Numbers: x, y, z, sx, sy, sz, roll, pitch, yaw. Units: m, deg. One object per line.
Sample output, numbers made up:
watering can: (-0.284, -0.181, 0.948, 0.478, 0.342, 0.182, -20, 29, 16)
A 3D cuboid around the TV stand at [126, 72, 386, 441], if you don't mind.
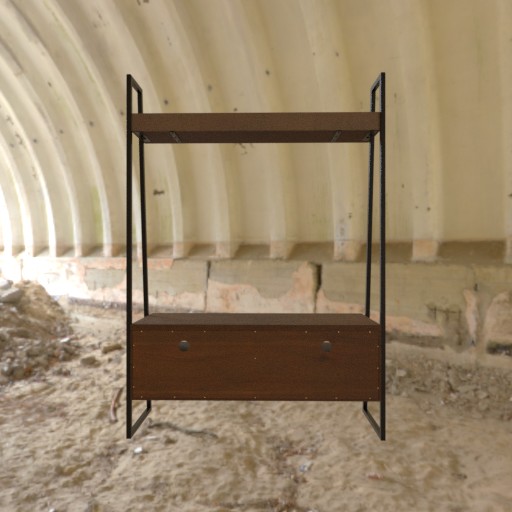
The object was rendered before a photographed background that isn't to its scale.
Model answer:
TV stand: (0.000, 0.000, 2.343, 1.250, 1.772, 0.432, 0, 0, 1)
